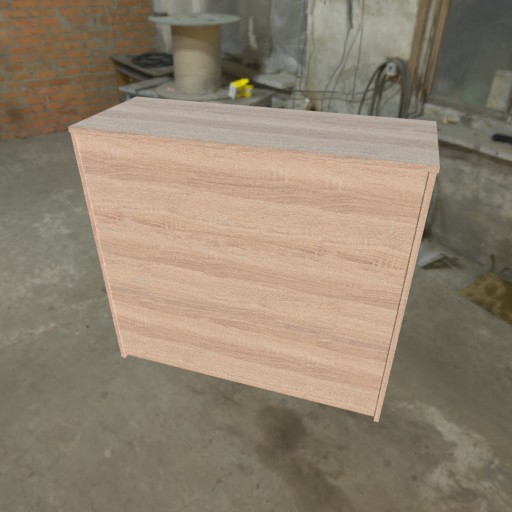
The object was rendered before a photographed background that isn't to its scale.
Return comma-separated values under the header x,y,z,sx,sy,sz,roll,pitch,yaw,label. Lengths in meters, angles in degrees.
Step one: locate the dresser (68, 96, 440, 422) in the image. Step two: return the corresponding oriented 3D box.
x,y,z,sx,sy,sz,roll,pitch,yaw,label
0.000,0.000,1.507,0.980,0.900,0.380,10,34,15,dresser
